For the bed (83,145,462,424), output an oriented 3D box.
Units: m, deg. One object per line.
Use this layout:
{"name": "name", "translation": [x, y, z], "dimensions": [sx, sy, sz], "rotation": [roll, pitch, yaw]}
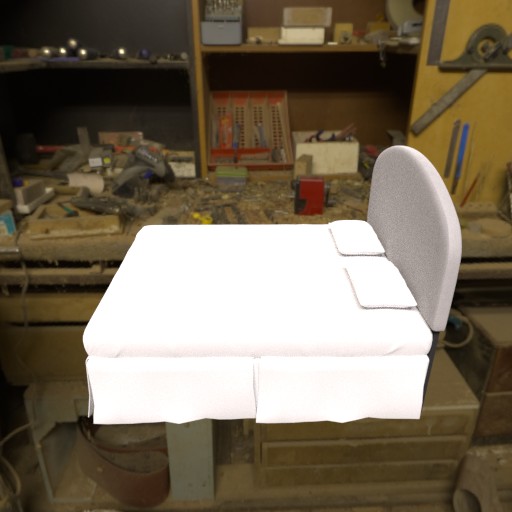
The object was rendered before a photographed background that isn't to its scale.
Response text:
{"name": "bed", "translation": [0.000, 0.000, 2.994], "dimensions": [2.005, 1.410, 1.607], "rotation": [0, 27, 0]}
